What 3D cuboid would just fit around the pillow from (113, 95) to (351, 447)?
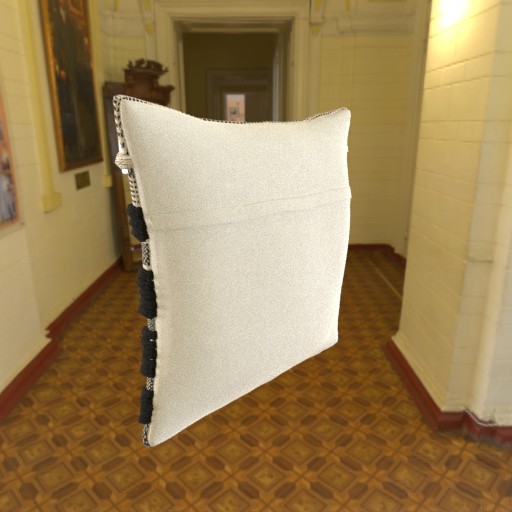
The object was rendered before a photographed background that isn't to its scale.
[{"bbox_3d":[0.000,0.000,0.670,0.156,0.438,0.436,15,22,42],"label":"pillow"}]
